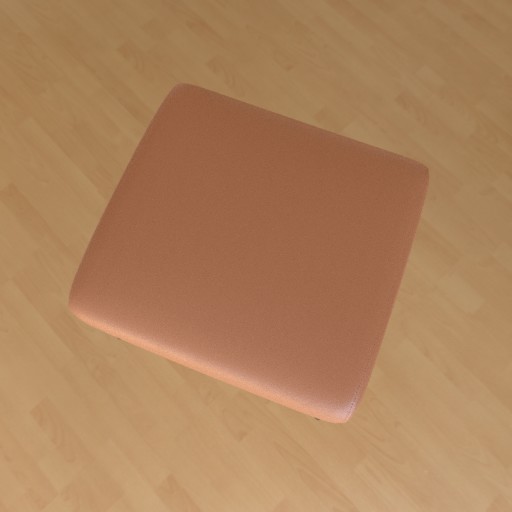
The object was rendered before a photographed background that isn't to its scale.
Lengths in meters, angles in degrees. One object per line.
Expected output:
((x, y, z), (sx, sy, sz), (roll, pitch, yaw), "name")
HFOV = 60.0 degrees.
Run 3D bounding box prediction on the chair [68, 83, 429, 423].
((0.000, 0.000, 0.922), (0.530, 0.410, 0.530), (21, 76, 5), "chair")
